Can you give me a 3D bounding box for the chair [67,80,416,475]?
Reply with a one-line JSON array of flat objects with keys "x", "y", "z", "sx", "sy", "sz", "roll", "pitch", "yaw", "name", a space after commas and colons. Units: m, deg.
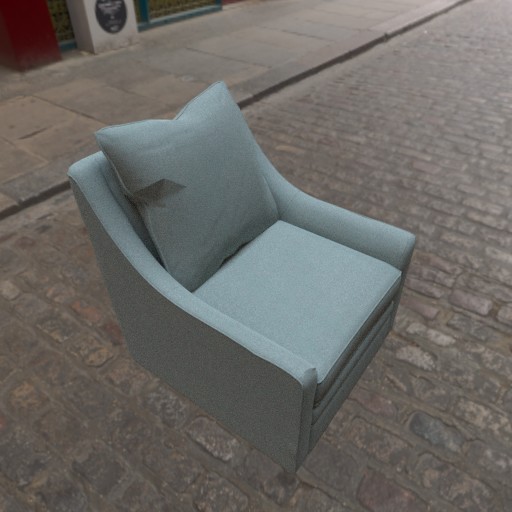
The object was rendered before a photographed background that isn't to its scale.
[{"x": 0.000, "y": 0.000, "z": 1.544, "sx": 0.870, "sy": 0.926, "sz": 0.760, "roll": 25, "pitch": 45, "yaw": 28, "name": "chair"}]
